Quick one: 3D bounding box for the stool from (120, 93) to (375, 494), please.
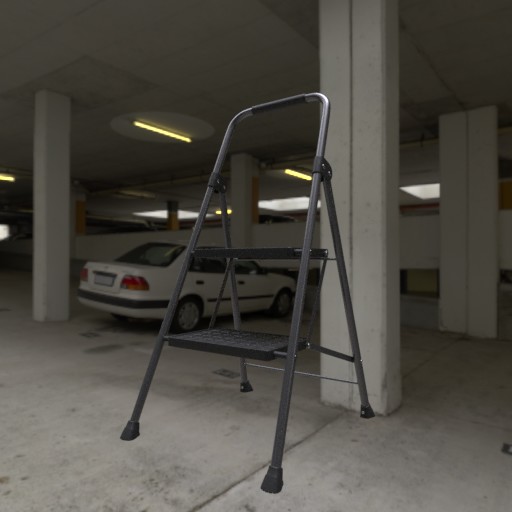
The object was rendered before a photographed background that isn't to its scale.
[{"bbox_3d":[0.000,0.000,1.142,0.450,0.872,0.514,0,-1,35],"label":"stool"}]
